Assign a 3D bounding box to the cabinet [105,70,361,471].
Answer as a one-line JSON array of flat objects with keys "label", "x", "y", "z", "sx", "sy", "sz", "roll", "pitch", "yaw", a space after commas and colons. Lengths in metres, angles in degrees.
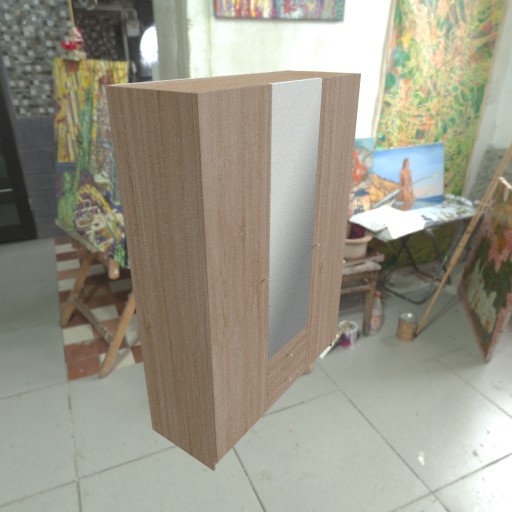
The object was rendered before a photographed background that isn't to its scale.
[{"label": "cabinet", "x": 0.000, "y": 0.000, "z": 2.844, "sx": 0.590, "sy": 2.120, "sz": 1.500, "roll": 18, "pitch": 31, "yaw": 32}]
